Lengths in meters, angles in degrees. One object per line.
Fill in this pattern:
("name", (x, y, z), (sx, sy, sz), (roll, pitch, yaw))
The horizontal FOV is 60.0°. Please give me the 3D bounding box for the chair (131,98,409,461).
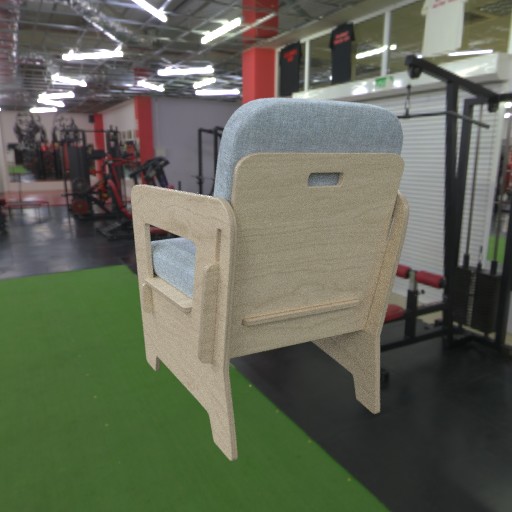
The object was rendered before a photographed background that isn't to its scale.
("chair", (0.000, 0.000, 1.287), (0.590, 0.800, 0.710), (-6, 14, -26))
